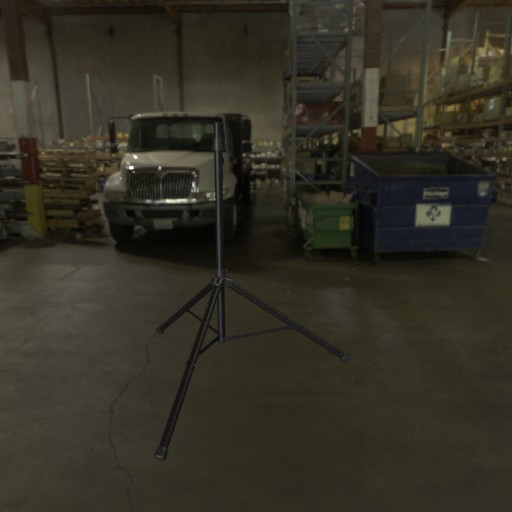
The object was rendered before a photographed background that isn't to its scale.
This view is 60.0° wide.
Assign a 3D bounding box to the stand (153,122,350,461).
[{"bbox_3d":[0.000,0.000,2.772,1.339,1.595,1.596,-3,14,-11],"label":"stand"}]
